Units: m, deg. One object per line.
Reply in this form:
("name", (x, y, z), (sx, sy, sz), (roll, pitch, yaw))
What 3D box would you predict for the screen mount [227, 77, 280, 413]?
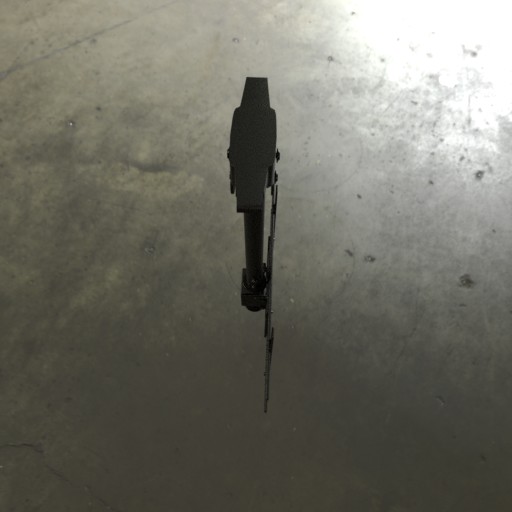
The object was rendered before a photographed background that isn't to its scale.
("screen mount", (0.000, 0.000, 1.003), (0.090, 0.775, 0.595), (2, 63, 1))
